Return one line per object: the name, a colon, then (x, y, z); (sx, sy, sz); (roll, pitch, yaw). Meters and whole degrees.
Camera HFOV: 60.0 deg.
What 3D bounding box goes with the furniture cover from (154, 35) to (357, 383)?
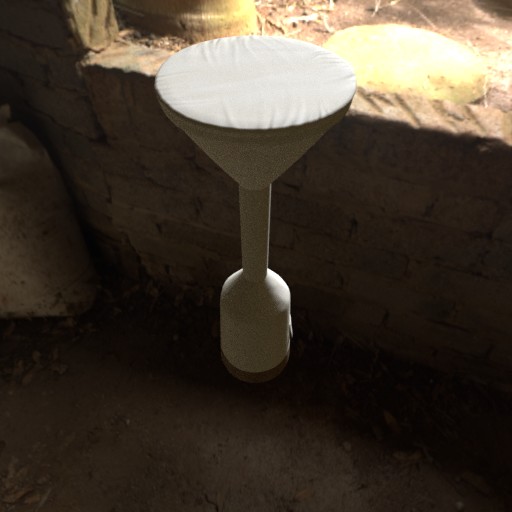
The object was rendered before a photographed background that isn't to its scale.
furniture cover: (0.000, 0.000, 2.882); (0.914, 2.413, 0.914); (-10, 48, -9)
